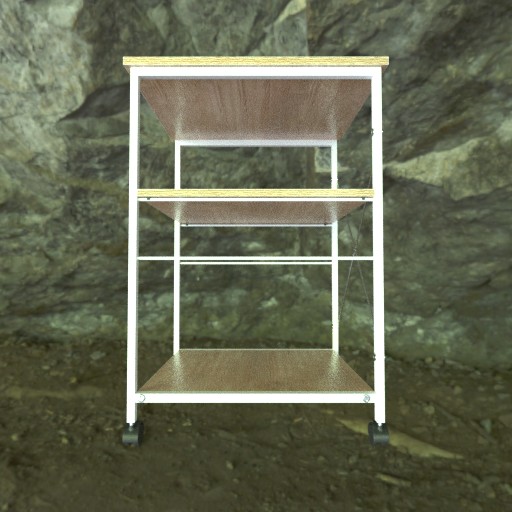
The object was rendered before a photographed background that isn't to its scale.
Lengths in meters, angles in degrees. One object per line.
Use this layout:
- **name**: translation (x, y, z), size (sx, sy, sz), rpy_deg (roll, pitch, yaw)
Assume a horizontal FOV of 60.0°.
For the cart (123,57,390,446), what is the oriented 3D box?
- **cart**: translation (0.000, 0.000, 1.114), size (0.520, 0.762, 0.521), rpy_deg (0, -2, 0)
